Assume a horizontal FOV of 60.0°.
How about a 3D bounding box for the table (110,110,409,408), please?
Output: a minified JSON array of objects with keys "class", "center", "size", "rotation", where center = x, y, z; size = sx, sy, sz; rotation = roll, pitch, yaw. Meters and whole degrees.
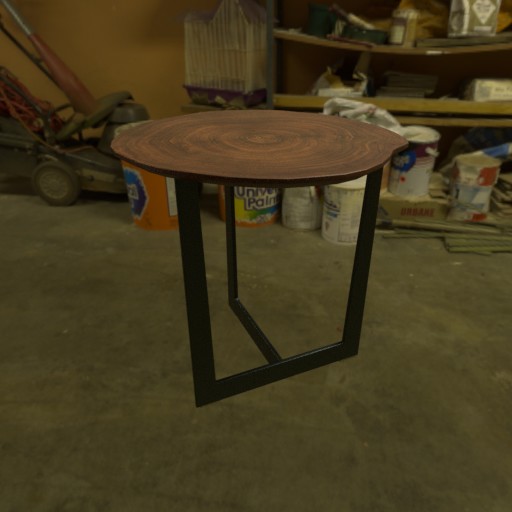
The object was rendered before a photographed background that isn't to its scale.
[{"class":"table","center":[0.000,0.000,0.883],"size":[0.477,0.476,0.494],"rotation":[-18,33,-30]}]
